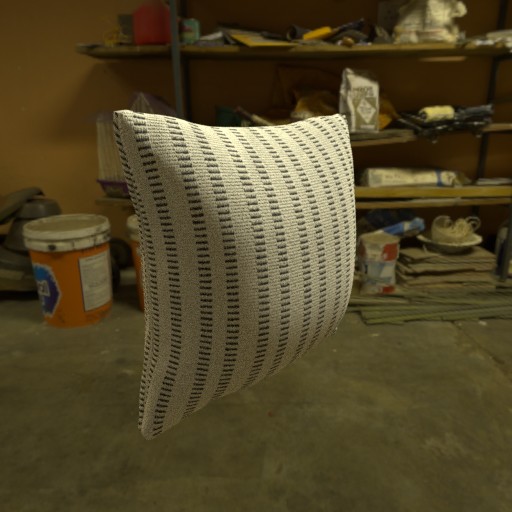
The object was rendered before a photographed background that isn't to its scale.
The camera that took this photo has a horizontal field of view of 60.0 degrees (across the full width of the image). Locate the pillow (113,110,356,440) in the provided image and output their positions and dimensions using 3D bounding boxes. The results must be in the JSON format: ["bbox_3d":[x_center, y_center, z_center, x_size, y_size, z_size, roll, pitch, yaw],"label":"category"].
[{"bbox_3d":[0.000,0.000,0.677,0.247,0.419,0.438,16,23,42],"label":"pillow"}]
